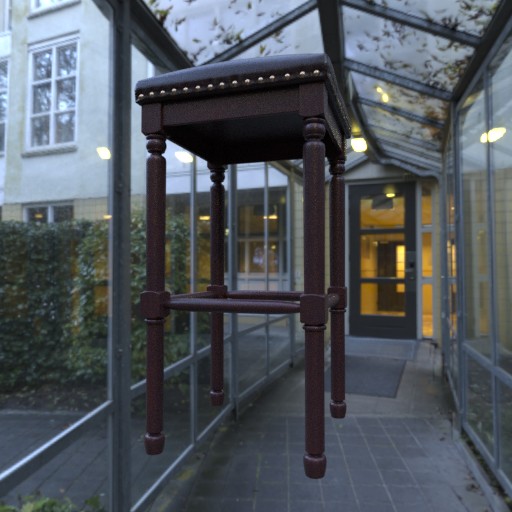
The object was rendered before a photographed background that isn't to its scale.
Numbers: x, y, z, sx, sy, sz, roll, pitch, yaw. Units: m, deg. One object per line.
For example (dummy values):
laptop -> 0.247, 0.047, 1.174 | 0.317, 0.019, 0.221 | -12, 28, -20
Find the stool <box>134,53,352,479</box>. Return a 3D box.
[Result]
stool -> 0.000, 0.000, 0.975 | 0.383, 0.768, 0.382 | 0, -2, 18
